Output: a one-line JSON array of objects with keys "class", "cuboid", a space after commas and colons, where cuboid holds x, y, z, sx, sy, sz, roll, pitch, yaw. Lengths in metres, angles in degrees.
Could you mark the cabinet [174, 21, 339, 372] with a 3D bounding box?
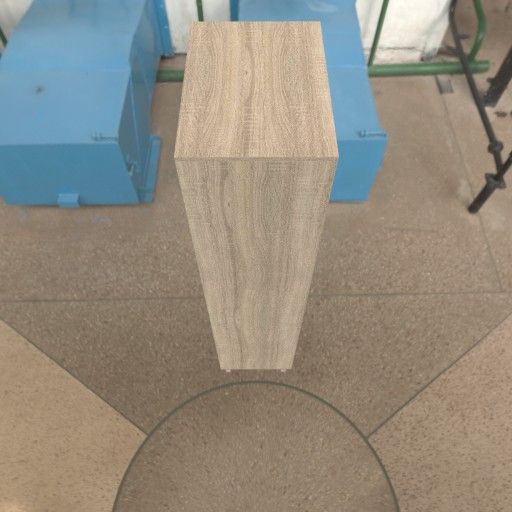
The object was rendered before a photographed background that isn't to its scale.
[{"class": "cabinet", "cuboid": [0.000, 0.000, 2.012, 0.400, 1.850, 0.570, 0, 59, 0]}]
